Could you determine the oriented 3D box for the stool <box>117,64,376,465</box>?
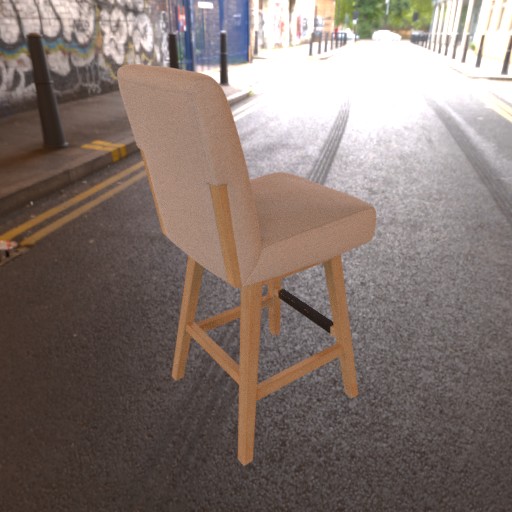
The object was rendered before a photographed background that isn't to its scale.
[{"bbox_3d":[0.000,0.000,1.267,0.543,1.015,0.446,-18,32,-32],"label":"stool"}]
